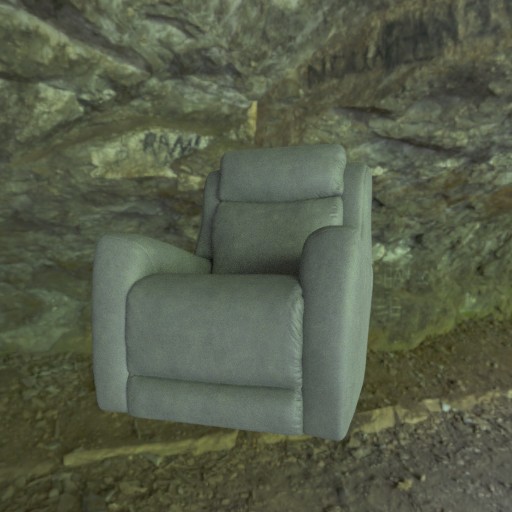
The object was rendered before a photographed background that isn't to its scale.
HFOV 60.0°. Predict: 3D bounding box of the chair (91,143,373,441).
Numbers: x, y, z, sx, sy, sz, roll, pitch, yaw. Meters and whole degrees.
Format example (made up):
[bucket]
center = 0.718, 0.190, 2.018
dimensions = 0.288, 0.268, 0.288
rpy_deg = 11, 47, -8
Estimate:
[chair]
center = 0.000, 0.000, 1.908
dimensions = 0.967, 1.116, 1.068
rpy_deg = 0, 0, 19
